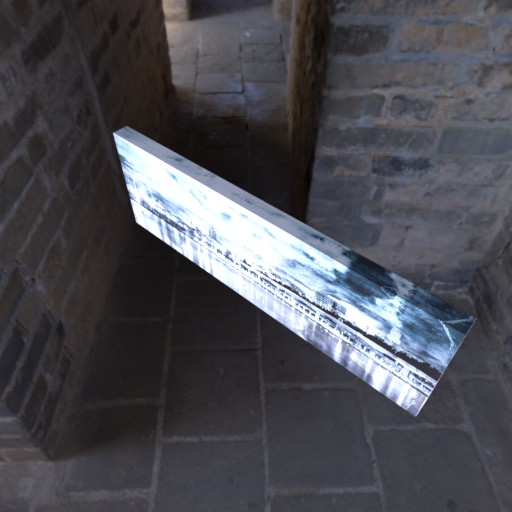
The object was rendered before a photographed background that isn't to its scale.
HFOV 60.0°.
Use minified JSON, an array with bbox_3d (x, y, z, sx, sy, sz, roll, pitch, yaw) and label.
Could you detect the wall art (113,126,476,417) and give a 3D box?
[{"bbox_3d":[0.000,0.000,0.852,0.759,0.251,0.037,32,54,27],"label":"wall art"}]
